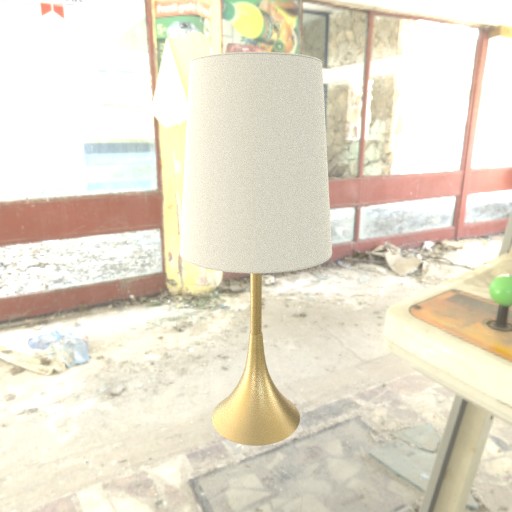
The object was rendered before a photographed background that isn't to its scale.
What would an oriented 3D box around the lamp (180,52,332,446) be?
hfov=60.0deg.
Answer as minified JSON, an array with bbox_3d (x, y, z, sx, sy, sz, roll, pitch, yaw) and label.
[{"bbox_3d":[0.000,0.000,0.683,0.231,0.569,0.231,0,16,0],"label":"lamp"}]
